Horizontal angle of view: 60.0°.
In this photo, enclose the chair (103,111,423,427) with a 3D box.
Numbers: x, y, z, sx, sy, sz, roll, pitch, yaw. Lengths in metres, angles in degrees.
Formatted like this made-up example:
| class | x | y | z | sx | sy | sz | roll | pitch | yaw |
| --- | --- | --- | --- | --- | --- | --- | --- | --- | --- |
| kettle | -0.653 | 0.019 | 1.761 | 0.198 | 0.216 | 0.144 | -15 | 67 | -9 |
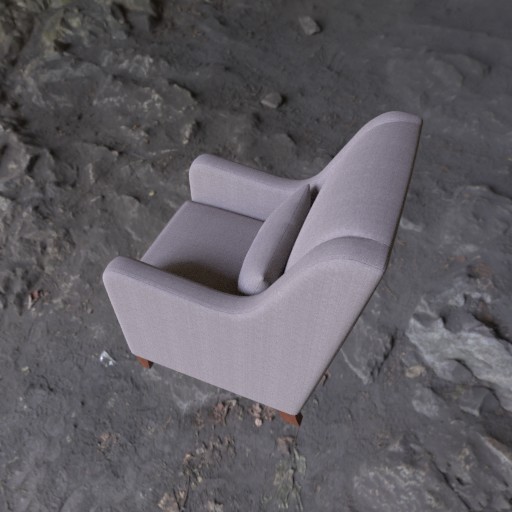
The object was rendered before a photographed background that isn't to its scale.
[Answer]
| class | x | y | z | sx | sy | sz | roll | pitch | yaw |
| --- | --- | --- | --- | --- | --- | --- | --- | --- | --- |
| chair | 0.000 | 0.000 | 1.644 | 0.890 | 1.017 | 0.715 | 16 | 49 | 14 |
